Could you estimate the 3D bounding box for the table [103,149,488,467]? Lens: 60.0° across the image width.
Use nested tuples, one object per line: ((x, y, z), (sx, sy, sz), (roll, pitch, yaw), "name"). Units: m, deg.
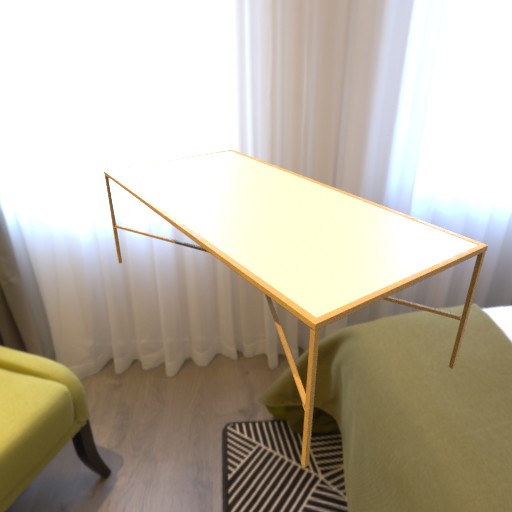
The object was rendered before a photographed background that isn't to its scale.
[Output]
((0.000, 0.000, 1.497), (0.580, 0.398, 1.206), (-18, 32, -31), "table")
